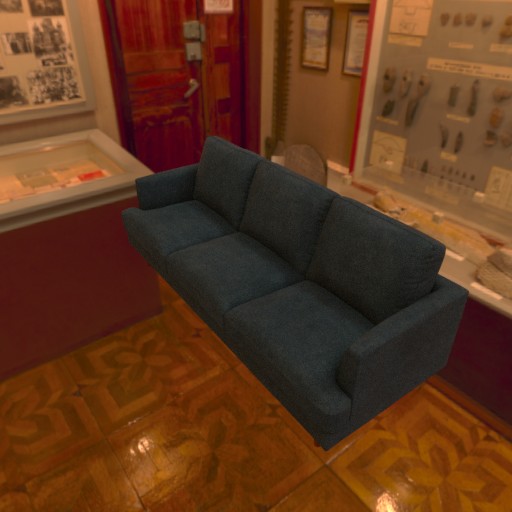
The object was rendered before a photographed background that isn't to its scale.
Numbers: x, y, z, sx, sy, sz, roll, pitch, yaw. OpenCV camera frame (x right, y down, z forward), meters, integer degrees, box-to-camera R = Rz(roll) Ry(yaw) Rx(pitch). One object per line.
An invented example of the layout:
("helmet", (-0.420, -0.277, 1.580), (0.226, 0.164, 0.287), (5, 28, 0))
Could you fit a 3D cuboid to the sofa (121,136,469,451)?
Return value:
("sofa", (0.000, 0.000, 2.727), (0.903, 0.930, 2.246), (-21, 38, -30))
